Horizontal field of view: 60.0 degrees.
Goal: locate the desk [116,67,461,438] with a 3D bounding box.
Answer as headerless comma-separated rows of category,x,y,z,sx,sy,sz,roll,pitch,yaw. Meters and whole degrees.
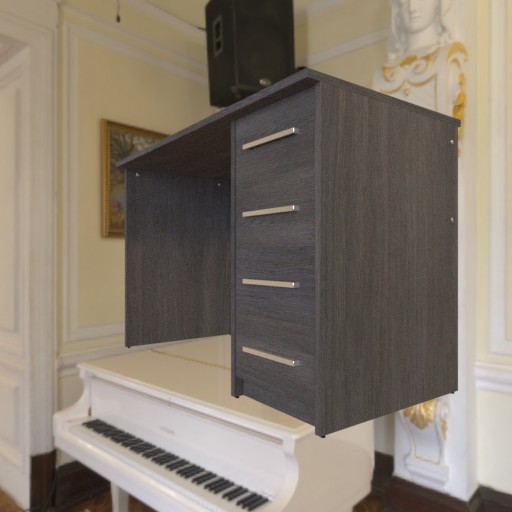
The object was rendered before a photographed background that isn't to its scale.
desk,0.000,0.000,1.463,0.560,0.730,1.096,0,0,-36
